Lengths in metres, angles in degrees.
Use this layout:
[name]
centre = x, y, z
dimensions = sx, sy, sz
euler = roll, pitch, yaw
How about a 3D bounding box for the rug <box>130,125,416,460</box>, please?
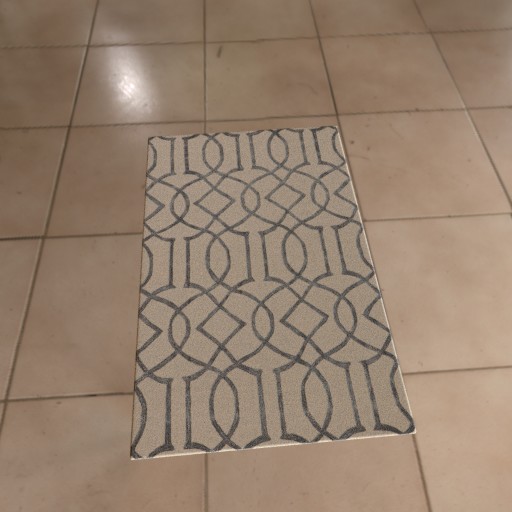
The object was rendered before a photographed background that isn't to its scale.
[rug]
centre = 0.000, 0.000, 2.952
dimensions = 1.521, 0.017, 2.365
euler = -4, 59, -3
